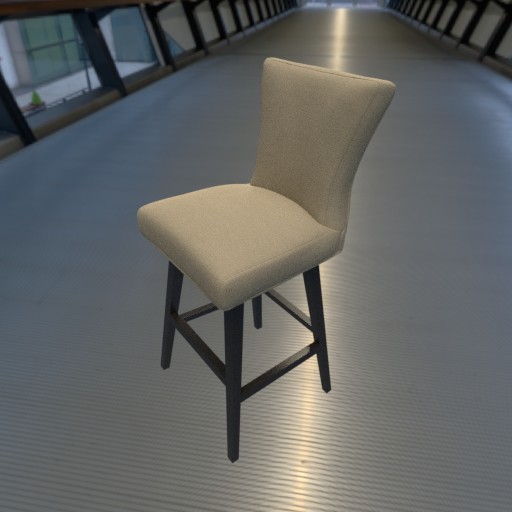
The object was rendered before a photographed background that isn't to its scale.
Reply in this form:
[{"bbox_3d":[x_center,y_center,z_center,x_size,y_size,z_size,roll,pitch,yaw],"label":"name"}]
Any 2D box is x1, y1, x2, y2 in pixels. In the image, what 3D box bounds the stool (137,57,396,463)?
[{"bbox_3d":[0.000,0.000,1.423,0.574,1.086,0.514,-21,38,-30],"label":"stool"}]
